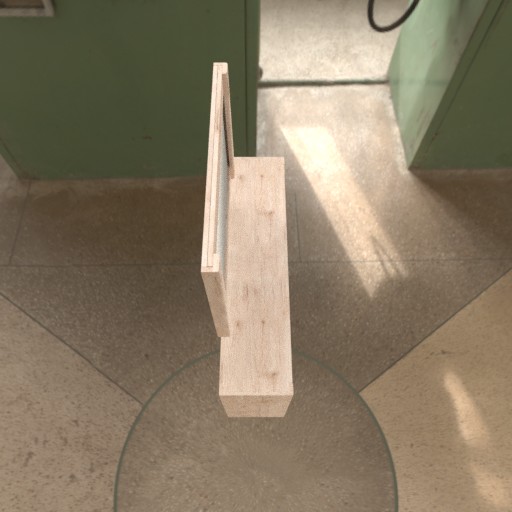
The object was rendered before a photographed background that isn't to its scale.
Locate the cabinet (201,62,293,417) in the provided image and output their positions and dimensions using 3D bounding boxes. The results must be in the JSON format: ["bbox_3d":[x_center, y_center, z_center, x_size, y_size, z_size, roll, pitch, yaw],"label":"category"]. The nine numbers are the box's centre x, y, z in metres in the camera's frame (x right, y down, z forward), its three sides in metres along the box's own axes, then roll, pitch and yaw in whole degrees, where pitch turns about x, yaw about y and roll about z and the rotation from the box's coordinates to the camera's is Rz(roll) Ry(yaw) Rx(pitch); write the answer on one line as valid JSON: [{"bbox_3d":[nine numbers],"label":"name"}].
[{"bbox_3d":[0.000,0.000,2.824,0.420,1.981,1.700,0,63,0],"label":"cabinet"}]
